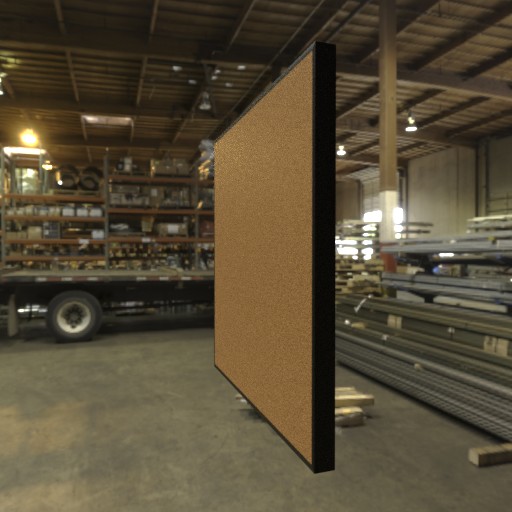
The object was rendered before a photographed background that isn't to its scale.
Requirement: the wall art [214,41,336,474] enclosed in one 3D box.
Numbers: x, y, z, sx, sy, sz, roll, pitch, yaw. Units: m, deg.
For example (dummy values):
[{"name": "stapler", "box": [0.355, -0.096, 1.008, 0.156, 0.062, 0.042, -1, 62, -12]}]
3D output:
[{"name": "wall art", "box": [0.000, 0.000, 1.154, 0.042, 0.766, 0.769, 0, 1, -19]}]
